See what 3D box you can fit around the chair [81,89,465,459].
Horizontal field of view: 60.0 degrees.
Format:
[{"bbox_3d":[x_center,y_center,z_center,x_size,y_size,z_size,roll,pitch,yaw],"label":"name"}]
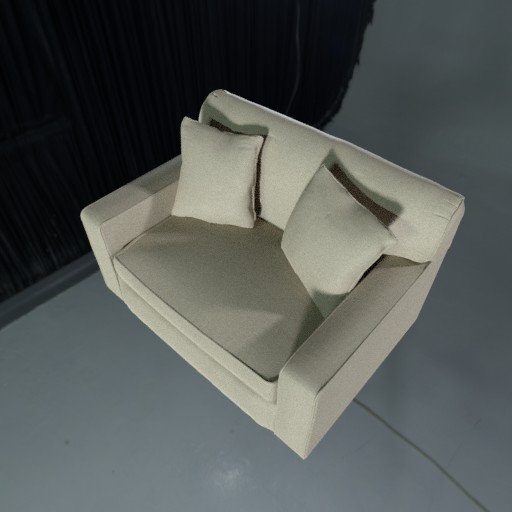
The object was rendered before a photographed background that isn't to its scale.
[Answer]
[{"bbox_3d":[0.000,0.000,2.084,1.383,0.948,1.000,33,55,28],"label":"chair"}]
